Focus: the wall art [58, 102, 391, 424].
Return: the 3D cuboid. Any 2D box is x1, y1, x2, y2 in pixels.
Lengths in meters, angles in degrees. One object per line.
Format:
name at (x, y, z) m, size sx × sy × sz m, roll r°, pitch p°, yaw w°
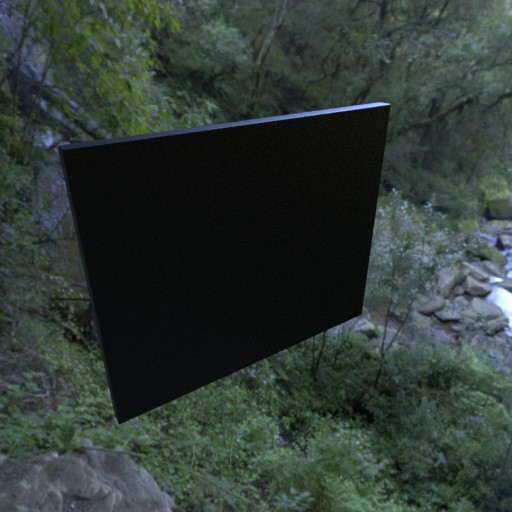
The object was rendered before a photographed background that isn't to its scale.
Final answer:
wall art at (0.000, 0.000, 0.767) m, size 0.558 × 0.457 × 0.031 m, roll -17°, pitch 33°, yaw -29°
